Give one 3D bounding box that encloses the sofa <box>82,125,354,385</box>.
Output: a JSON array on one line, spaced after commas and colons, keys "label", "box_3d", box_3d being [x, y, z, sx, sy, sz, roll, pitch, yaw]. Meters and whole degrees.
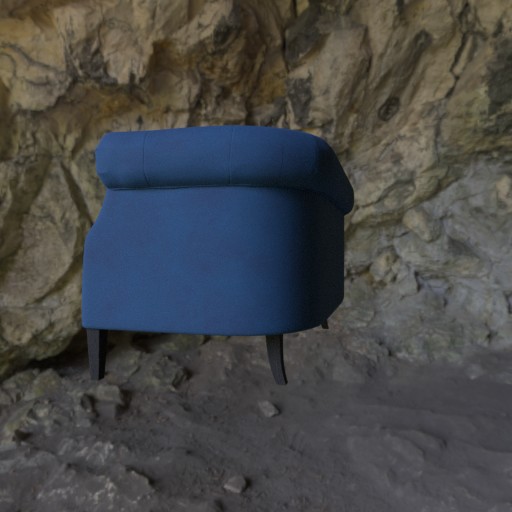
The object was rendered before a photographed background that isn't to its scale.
[{"label": "sofa", "box_3d": [0.000, 0.000, 2.043, 0.835, 0.827, 1.558, 0, 0, 16]}]
